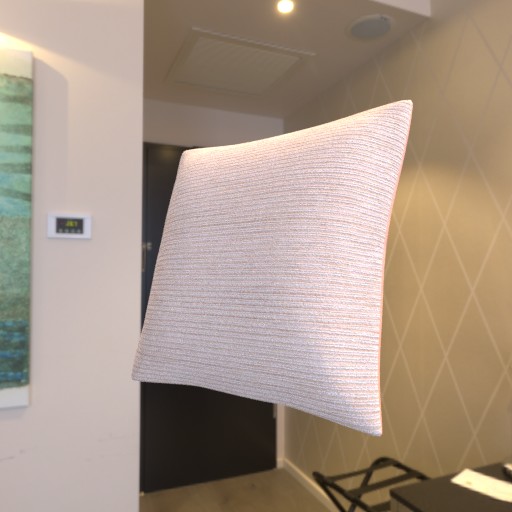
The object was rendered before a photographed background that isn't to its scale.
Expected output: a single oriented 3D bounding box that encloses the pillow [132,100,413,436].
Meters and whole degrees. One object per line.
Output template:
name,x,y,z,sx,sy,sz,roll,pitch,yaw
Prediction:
pillow,0.000,0.000,0.651,0.424,0.401,0.177,-2,-3,37
